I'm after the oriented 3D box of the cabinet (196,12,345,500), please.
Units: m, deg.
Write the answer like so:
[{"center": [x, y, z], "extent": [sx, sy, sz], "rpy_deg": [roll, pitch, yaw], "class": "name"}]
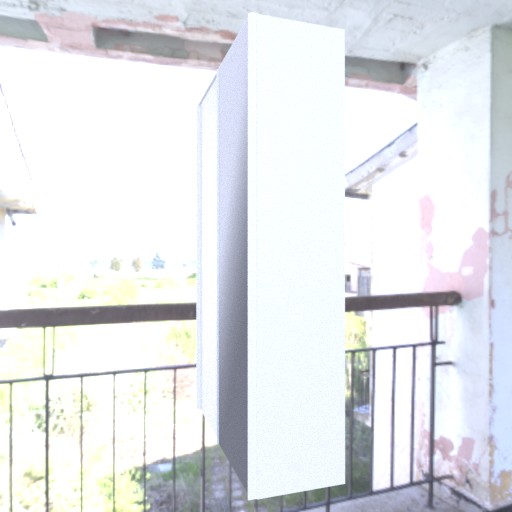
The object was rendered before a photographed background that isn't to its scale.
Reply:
[{"center": [0.000, 0.000, 2.620], "extent": [0.480, 2.160, 1.250], "rpy_deg": [0, 0, -18], "class": "cabinet"}]
